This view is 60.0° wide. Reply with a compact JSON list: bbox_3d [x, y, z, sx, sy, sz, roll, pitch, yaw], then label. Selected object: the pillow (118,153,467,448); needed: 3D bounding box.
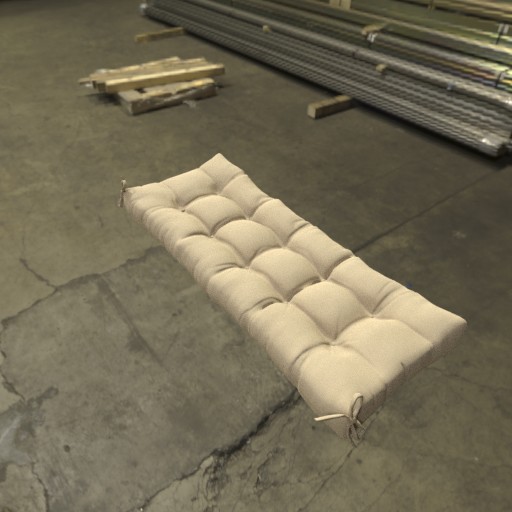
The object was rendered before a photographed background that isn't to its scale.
[{"bbox_3d":[0.000,0.000,1.364,0.511,0.174,1.194,-27,48,-27],"label":"pillow"}]
